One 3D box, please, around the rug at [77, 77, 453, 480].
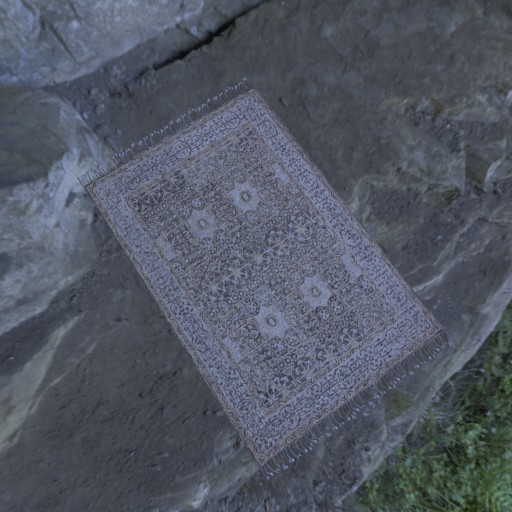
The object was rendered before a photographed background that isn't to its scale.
[{"bbox_3d":[0.000,0.000,2.539,1.237,0.010,2.029,-33,78,-8],"label":"rug"}]
